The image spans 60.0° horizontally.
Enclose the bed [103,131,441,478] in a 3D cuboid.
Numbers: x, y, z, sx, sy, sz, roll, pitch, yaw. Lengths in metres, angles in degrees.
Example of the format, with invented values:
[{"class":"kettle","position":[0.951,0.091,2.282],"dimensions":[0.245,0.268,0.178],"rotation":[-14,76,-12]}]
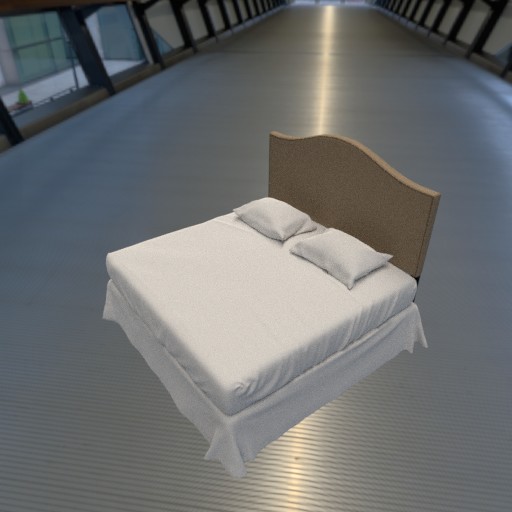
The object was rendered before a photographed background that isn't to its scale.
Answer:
[{"class":"bed","position":[0.000,0.000,3.776],"dimensions":[2.222,1.651,2.311],"rotation":[-22,39,-31]}]
